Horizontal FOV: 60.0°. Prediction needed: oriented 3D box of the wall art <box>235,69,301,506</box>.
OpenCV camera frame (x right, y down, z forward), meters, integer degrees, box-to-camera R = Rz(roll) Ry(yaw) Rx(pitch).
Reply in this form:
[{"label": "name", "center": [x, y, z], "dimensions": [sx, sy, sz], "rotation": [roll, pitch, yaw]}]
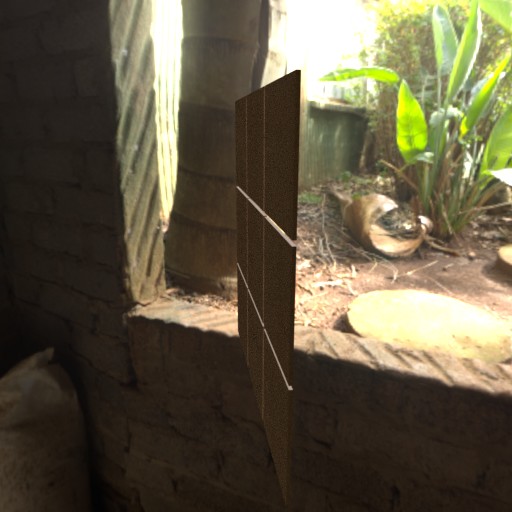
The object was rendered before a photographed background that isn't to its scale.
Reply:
[{"label": "wall art", "center": [0.000, 0.000, 1.742], "dimensions": [0.013, 1.218, 1.219], "rotation": [-3, 16, -9]}]
